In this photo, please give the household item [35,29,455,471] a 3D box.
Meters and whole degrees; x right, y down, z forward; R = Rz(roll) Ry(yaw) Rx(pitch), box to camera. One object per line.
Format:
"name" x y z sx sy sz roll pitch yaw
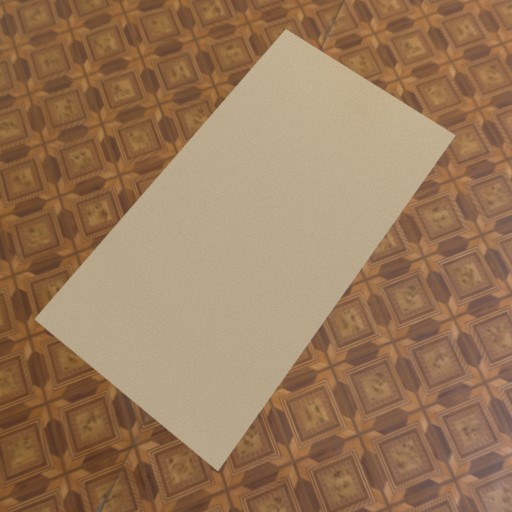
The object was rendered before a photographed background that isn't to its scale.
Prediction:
"household item" 0.000 0.000 1.562 0.597 0.749 1.100 36 79 8
